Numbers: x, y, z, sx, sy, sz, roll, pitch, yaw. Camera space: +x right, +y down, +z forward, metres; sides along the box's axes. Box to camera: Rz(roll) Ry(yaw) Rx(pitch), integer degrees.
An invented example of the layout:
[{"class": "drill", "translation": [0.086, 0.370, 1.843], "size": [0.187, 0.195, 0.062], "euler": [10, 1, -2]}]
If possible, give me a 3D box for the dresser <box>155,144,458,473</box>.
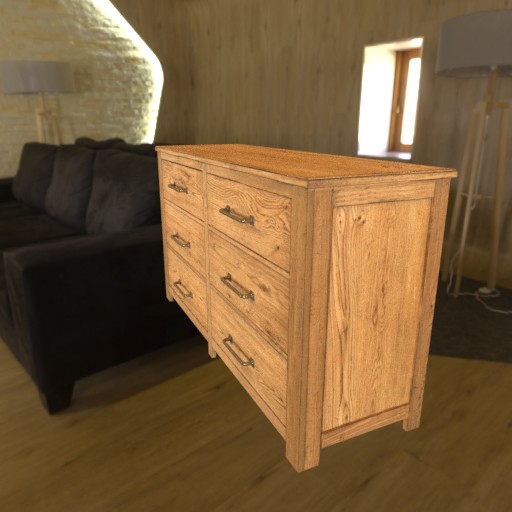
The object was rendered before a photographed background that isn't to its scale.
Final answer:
[{"class": "dresser", "translation": [0.000, 0.000, 2.073], "size": [0.563, 0.932, 1.657], "euler": [-8, 19, -24]}]
